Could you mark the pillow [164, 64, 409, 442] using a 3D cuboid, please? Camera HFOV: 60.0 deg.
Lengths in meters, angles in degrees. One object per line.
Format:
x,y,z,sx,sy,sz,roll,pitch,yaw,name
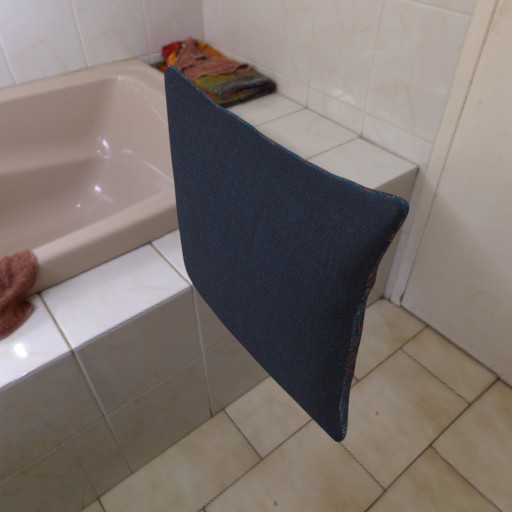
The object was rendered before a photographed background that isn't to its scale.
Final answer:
0.000,0.000,0.638,0.141,0.431,0.431,-26,49,-26,pillow
